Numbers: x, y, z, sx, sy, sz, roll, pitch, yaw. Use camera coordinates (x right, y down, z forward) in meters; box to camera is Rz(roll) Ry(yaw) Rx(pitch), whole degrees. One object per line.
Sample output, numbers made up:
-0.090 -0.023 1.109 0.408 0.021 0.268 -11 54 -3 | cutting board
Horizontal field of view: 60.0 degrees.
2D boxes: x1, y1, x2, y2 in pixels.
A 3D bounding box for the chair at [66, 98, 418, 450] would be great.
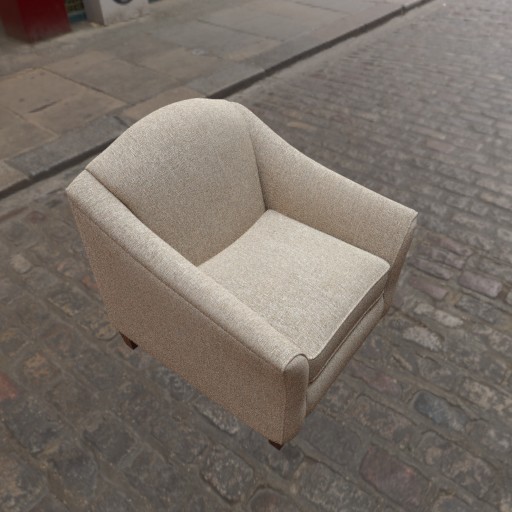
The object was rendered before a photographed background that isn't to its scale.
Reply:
0.000 0.000 1.471 0.787 0.839 0.763 27 48 27 | chair
